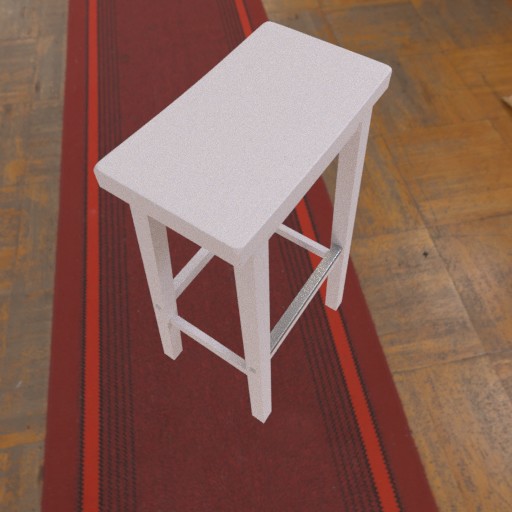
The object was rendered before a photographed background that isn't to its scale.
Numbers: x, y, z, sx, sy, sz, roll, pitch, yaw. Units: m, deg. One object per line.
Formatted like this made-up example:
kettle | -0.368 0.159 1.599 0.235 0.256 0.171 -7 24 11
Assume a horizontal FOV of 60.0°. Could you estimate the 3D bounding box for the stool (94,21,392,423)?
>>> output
stool | 0.000 0.000 0.928 0.322 0.742 0.406 30 62 18
